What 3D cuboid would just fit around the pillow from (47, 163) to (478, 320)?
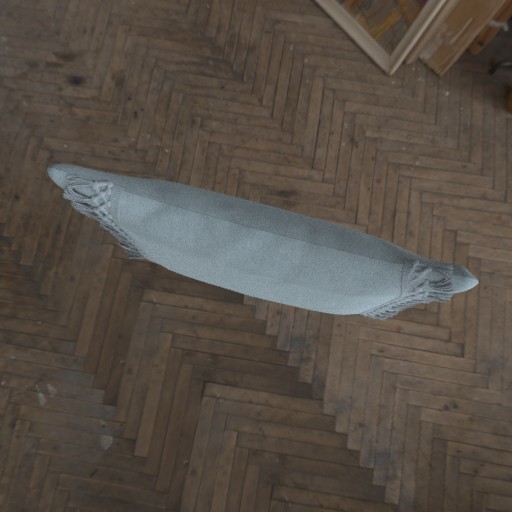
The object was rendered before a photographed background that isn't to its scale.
[{"bbox_3d":[0.000,0.000,0.600,0.466,0.305,0.084,15,77,3],"label":"pillow"}]
